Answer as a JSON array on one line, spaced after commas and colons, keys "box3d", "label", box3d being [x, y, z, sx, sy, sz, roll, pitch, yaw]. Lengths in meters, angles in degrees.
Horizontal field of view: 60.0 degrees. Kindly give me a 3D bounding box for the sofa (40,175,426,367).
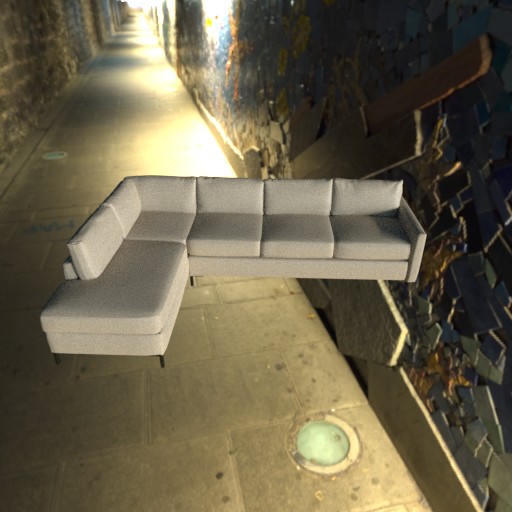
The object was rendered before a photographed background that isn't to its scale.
[{"box3d": [0.000, 0.000, 3.155, 2.423, 0.703, 1.617, 1, 30, 2], "label": "sofa"}]
